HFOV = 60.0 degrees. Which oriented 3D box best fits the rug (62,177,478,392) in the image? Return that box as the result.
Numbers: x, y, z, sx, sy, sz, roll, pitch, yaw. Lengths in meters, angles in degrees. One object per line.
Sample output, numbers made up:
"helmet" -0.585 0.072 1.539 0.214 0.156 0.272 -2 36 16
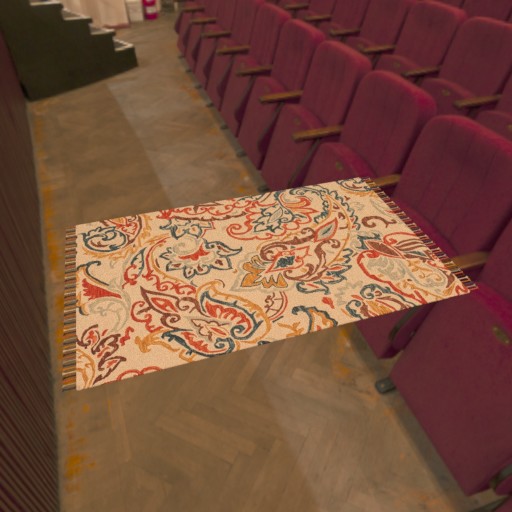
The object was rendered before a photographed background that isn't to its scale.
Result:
"rug" 0.000 0.000 3.147 2.584 0.010 1.523 -11 42 -13
